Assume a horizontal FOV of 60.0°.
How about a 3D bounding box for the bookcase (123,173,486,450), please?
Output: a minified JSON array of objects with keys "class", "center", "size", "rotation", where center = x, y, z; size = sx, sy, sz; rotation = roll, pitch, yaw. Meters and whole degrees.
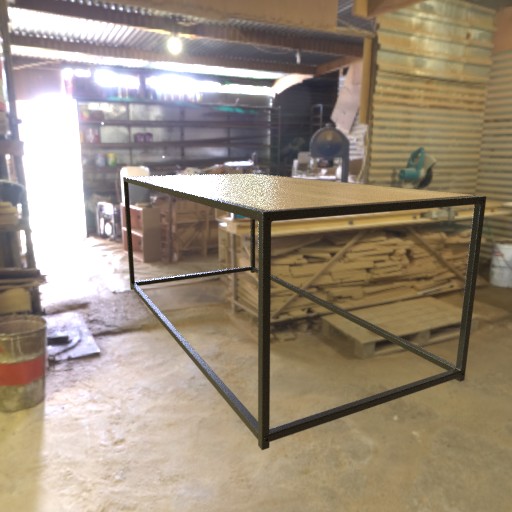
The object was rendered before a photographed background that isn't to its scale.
[{"class":"bookcase","center":[0.000,0.000,1.234],"size":[0.500,0.400,1.000],"rotation":[-7,15,-27]}]
